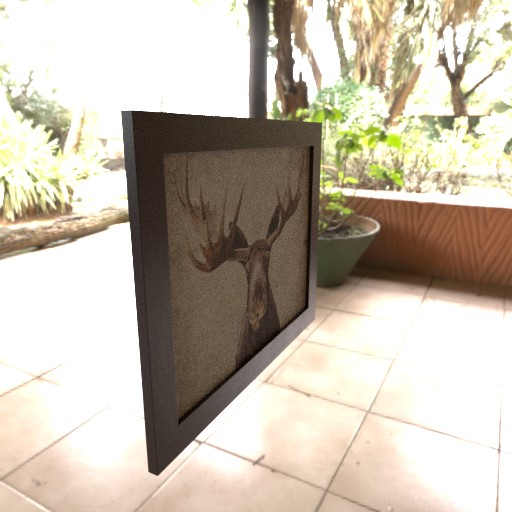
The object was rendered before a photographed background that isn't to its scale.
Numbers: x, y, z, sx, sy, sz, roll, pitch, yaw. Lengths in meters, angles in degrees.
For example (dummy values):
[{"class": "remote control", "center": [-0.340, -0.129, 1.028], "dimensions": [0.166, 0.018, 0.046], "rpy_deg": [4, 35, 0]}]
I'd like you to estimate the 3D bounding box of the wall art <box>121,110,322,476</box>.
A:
[{"class": "wall art", "center": [0.000, 0.000, 1.606], "dimensions": [0.034, 0.952, 1.207], "rpy_deg": [8, 17, 27]}]
